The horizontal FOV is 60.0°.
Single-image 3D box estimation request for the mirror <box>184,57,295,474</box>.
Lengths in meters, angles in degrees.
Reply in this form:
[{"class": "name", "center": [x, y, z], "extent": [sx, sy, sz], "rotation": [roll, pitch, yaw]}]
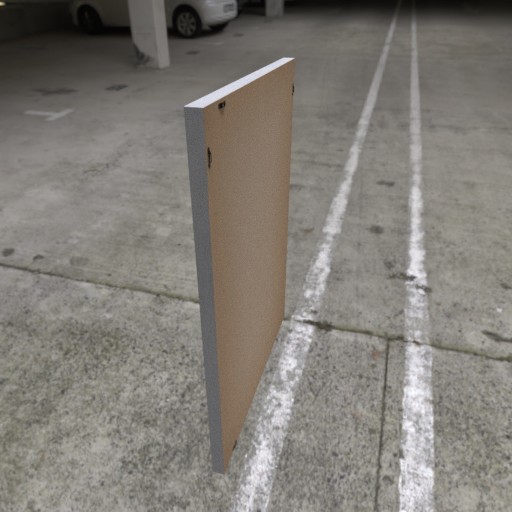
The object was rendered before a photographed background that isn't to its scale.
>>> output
[{"class": "mirror", "center": [0.000, 0.000, 1.332], "extent": [0.041, 1.016, 0.762], "rotation": [8, 31, 14]}]
